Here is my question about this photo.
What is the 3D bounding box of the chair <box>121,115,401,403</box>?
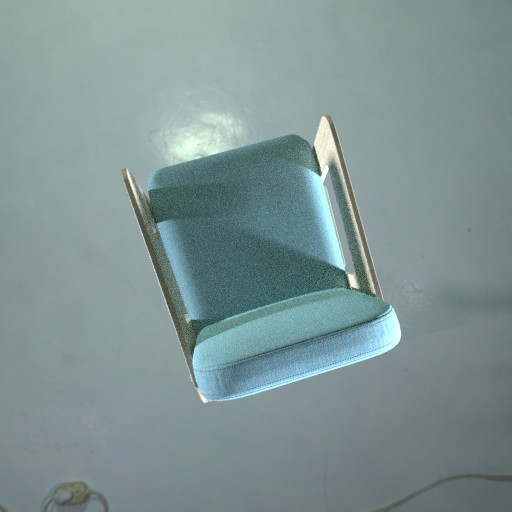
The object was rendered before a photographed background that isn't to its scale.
[{"bbox_3d":[0.000,0.000,1.289,0.590,0.800,0.710,-16,75,-4],"label":"chair"}]
